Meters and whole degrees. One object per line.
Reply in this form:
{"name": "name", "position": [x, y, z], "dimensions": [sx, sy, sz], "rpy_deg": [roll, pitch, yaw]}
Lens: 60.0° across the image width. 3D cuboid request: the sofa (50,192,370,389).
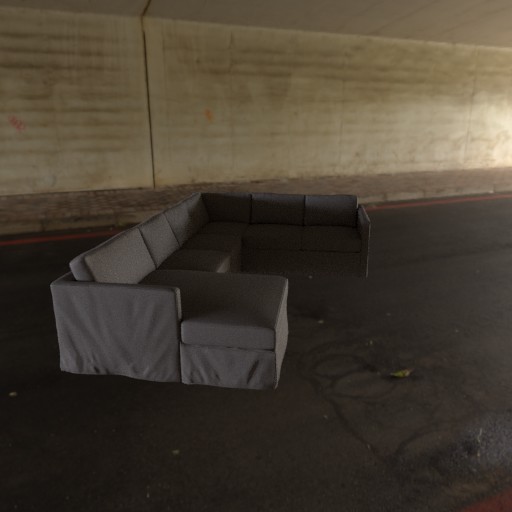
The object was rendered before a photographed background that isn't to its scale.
{"name": "sofa", "position": [0.000, 0.000, 4.647], "dimensions": [2.476, 0.878, 3.528], "rpy_deg": [2, 17, 8]}
